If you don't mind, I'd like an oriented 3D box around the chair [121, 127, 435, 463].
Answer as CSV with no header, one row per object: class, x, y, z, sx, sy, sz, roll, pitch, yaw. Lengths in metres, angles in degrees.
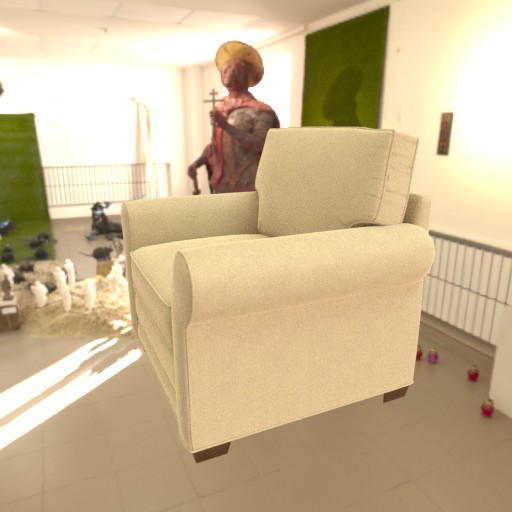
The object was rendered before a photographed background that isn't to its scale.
chair,0.000,0.000,1.705,0.863,0.955,1.040,-7,18,-24
